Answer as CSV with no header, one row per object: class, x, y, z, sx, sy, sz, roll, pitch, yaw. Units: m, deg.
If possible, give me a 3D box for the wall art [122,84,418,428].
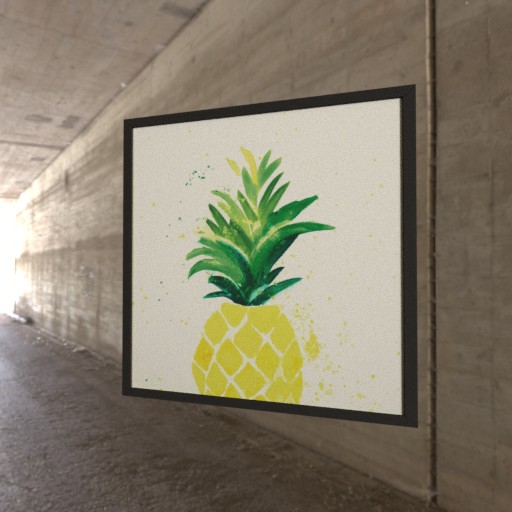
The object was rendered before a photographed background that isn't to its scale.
wall art,0.000,0.000,1.117,0.762,0.760,0.037,0,-1,19
